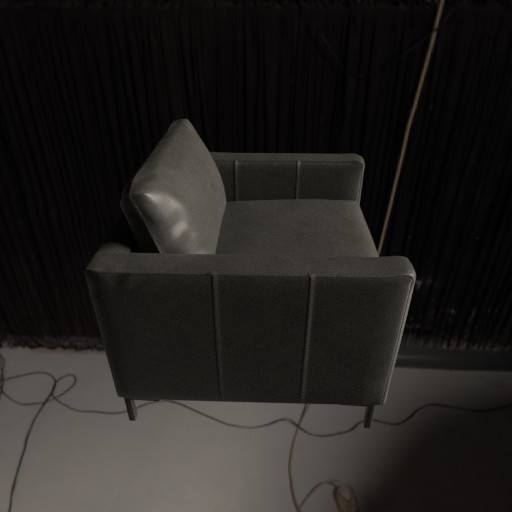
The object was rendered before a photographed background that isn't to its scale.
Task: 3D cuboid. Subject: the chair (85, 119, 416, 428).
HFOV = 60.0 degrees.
[{"bbox_3d":[0.000,0.000,1.549,0.861,0.824,0.967,1,33,2],"label":"chair"}]
